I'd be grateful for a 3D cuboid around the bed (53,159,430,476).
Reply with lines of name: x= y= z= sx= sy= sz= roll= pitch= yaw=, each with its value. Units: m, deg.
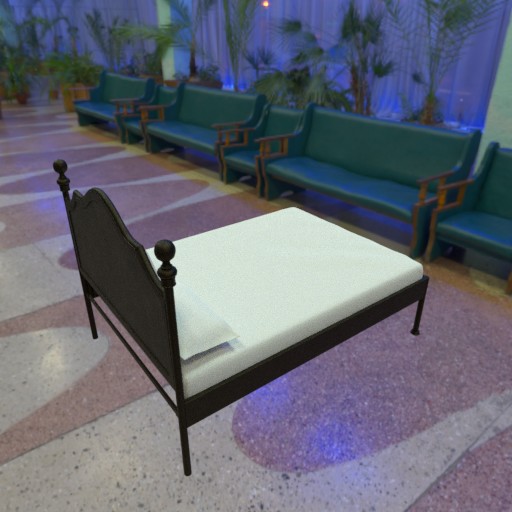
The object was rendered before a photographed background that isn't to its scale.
bed: x=0.000 y=0.000 z=3.326 sx=2.224 sy=1.499 sz=1.642 roll=-19 pitch=34 yaw=-32
